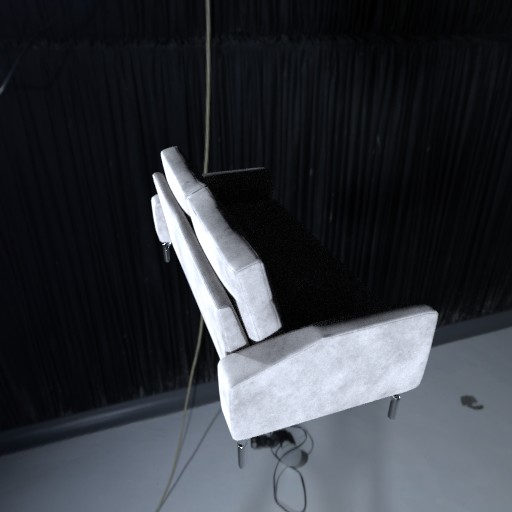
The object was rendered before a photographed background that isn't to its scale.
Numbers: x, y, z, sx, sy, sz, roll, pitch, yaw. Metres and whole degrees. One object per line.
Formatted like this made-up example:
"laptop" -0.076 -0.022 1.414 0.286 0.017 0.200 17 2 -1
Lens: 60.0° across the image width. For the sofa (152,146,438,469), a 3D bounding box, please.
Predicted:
"sofa" 0.000 0.000 2.376 0.849 0.859 1.837 -10 31 -17
